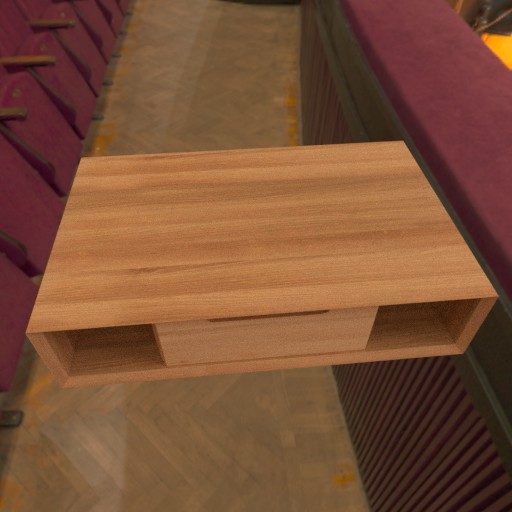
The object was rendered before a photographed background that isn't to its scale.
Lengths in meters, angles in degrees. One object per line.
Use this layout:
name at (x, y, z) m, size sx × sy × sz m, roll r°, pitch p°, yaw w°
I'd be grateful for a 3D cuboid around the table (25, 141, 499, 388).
table at (0.000, 0.000, 1.385) m, size 1.100 × 0.330 × 0.700 m, roll -4°, pitch 46°, yaw -4°
